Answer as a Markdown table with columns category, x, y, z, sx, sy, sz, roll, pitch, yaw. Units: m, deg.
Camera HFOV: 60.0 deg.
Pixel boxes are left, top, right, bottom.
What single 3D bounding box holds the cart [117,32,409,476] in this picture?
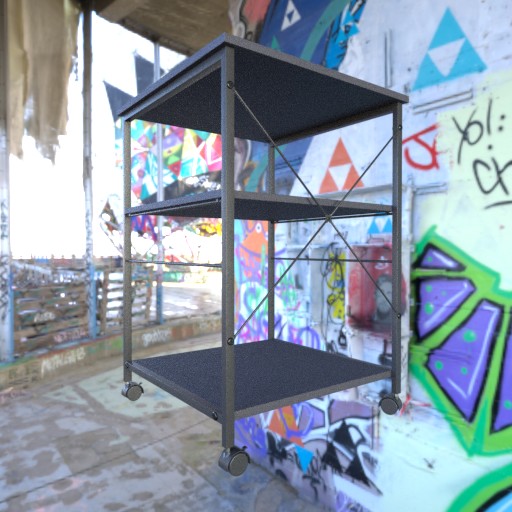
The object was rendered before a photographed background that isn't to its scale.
| category | x | y | z | sx | sy | sz | roll | pitch | yaw |
| --- | --- | --- | --- | --- | --- | --- | --- | --- | --- |
| cart | 0.000 | 0.000 | 1.112 | 0.521 | 0.762 | 0.520 | -1 | 1 | -37 |
